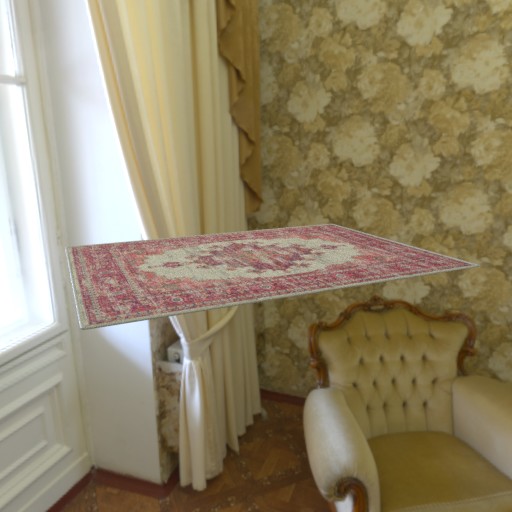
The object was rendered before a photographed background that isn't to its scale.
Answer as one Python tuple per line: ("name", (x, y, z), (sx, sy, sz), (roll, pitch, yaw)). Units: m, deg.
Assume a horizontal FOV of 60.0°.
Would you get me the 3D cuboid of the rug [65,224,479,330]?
("rug", (0.000, 0.000, 3.711), (2.878, 0.014, 2.005), (-6, 16, -24))
